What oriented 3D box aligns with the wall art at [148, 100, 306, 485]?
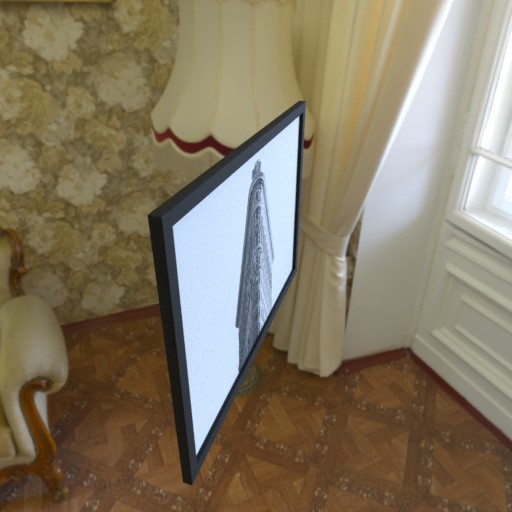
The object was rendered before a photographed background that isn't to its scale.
[{"bbox_3d":[0.000,0.000,1.230,0.049,0.659,0.964,10,31,17],"label":"wall art"}]
